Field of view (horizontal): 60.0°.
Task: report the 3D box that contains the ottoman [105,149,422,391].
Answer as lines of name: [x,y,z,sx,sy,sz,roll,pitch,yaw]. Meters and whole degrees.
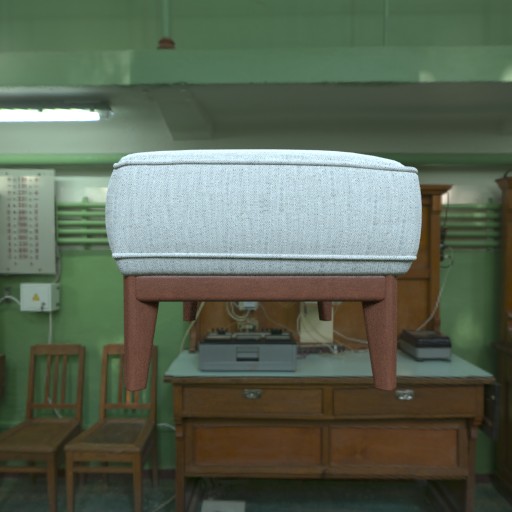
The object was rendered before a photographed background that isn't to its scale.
ottoman: [0.000,0.000,1.163,0.594,0.465,0.794,0,2,0]
